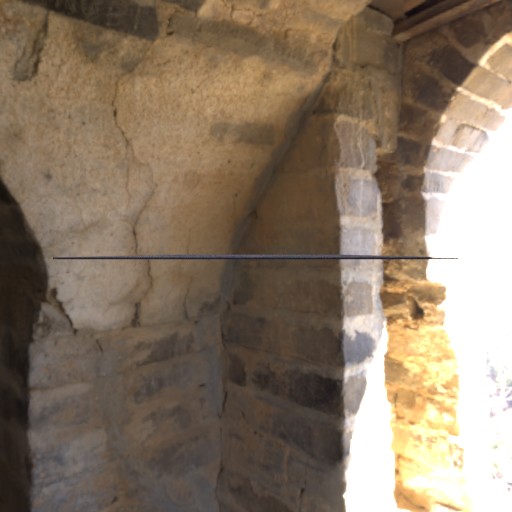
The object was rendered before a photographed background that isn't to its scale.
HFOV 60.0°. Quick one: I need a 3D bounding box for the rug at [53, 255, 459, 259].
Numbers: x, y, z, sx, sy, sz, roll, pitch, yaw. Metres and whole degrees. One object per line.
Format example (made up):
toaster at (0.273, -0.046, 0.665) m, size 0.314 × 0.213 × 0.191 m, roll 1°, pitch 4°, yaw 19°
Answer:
rug at (0.000, 0.000, 3.673) m, size 2.053 × 0.011 × 2.940 m, roll 0°, pitch 0°, yaw 0°
